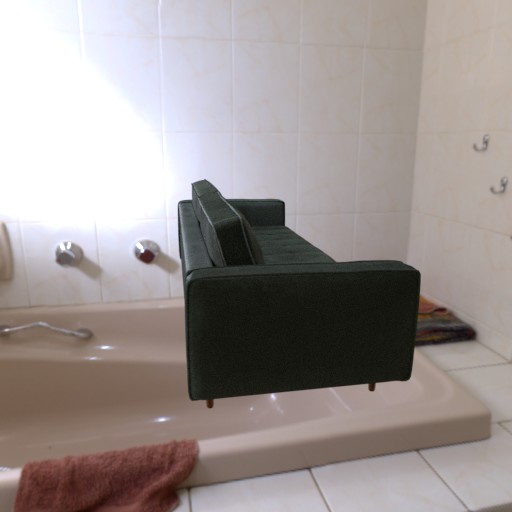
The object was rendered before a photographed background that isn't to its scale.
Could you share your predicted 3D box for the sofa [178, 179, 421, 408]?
[{"bbox_3d":[0.000,0.000,2.621,0.886,0.781,2.214,-3,14,-10],"label":"sofa"}]
